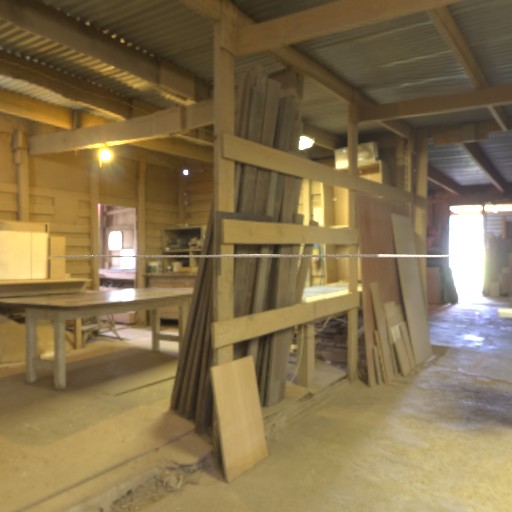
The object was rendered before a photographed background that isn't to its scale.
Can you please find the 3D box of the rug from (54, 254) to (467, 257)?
[{"bbox_3d":[0.000,0.000,2.352,1.825,0.015,1.232,0,0,37],"label":"rug"}]
